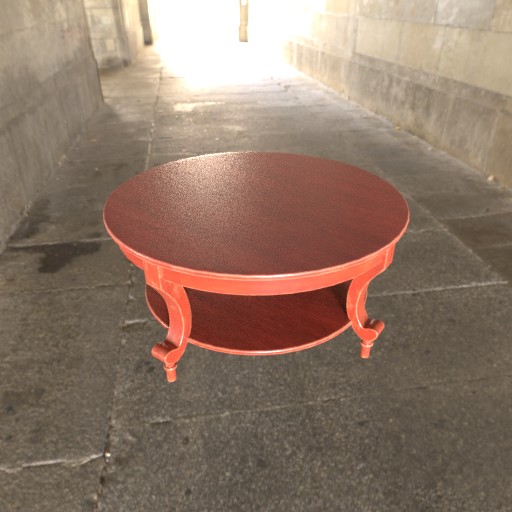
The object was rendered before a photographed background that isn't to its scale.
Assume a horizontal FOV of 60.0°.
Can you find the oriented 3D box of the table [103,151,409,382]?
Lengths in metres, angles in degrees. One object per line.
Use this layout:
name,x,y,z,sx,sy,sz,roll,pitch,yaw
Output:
table,0.000,0.000,1.665,1.029,0.486,1.029,0,30,0
